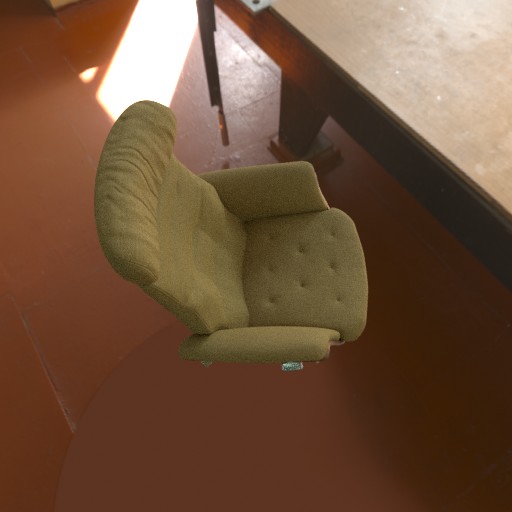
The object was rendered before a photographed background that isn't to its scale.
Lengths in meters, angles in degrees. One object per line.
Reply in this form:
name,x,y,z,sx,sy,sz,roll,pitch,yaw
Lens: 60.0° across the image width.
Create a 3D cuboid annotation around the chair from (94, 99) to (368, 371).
chair,0.000,0.000,1.552,0.837,0.995,0.785,0,62,0
